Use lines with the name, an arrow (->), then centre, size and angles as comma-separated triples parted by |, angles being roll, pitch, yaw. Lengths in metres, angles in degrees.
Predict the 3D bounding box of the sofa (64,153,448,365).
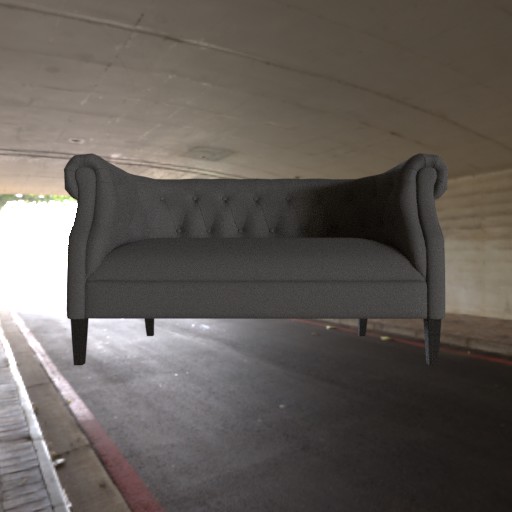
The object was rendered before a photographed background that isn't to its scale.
sofa -> 0.000, 0.000, 2.051 | 1.558, 0.827, 0.835 | 0, 0, 0
